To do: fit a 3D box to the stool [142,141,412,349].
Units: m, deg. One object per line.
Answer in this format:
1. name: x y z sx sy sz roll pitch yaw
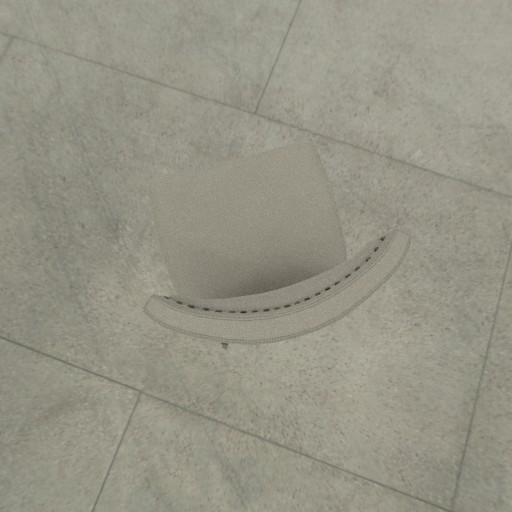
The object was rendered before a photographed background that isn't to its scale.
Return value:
1. stool: 0.000 0.000 1.325 0.527 0.982 0.563 -15 76 -4
